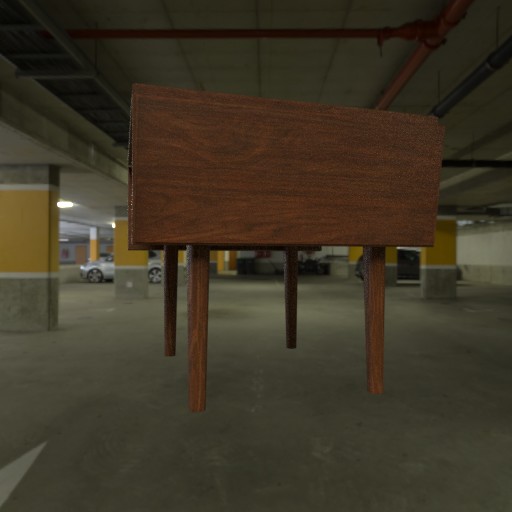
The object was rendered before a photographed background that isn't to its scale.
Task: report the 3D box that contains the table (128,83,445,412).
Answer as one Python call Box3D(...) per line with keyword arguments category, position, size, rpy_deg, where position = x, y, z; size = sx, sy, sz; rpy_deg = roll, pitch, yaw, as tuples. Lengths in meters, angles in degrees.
Box3D(category="table", position=(0.000, 0.000, 1.475), size=(0.812, 0.763, 0.843), rpy_deg=(0, 0, -17))
